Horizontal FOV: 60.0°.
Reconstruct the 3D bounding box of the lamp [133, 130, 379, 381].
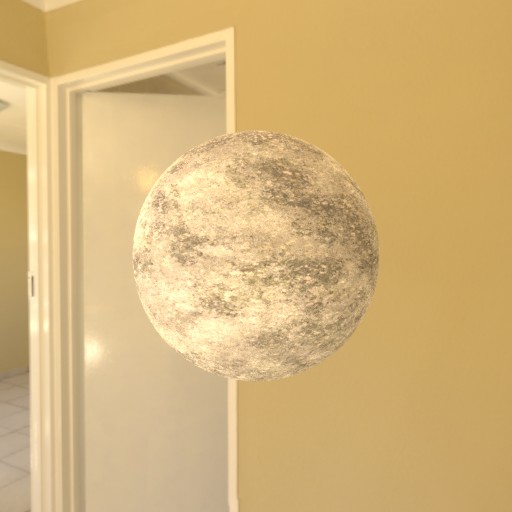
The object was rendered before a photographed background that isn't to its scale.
[{"bbox_3d":[0.000,0.000,0.785,0.422,0.429,0.422,0,1,0],"label":"lamp"}]
